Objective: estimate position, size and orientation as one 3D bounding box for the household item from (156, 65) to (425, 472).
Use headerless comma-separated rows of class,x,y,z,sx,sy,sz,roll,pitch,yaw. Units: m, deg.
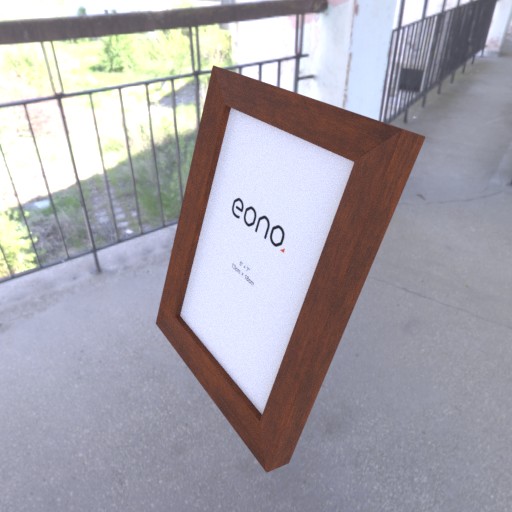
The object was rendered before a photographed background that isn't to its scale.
household item,0.000,0.000,0.291,0.096,0.204,0.160,-22,40,-28
